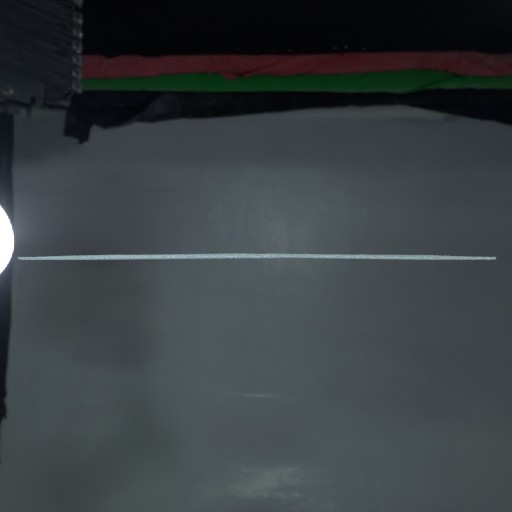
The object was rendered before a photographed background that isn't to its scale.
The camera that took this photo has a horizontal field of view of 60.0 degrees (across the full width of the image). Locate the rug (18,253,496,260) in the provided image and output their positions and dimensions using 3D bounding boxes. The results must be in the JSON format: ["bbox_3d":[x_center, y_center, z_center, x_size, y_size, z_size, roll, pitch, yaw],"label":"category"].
[{"bbox_3d":[0.000,0.000,2.295,1.853,0.022,1.174,0,1,-1],"label":"rug"}]
